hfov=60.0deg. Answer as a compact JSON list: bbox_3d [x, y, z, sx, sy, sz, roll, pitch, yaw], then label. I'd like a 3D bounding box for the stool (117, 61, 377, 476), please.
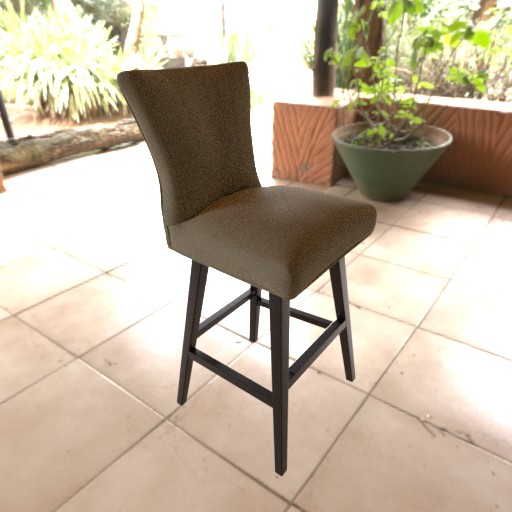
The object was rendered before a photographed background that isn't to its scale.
[{"bbox_3d":[0.000,0.000,1.388,0.574,1.086,0.514,18,32,31],"label":"stool"}]
